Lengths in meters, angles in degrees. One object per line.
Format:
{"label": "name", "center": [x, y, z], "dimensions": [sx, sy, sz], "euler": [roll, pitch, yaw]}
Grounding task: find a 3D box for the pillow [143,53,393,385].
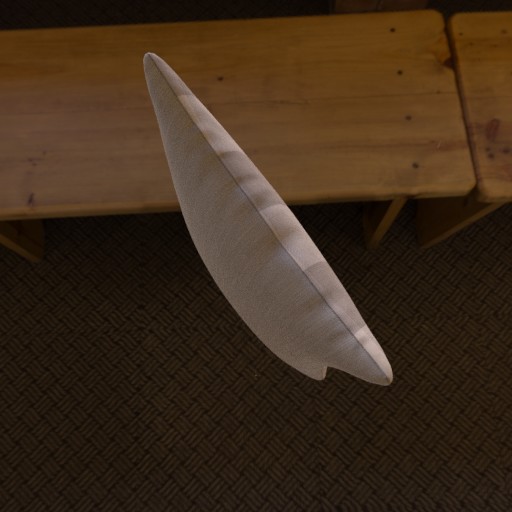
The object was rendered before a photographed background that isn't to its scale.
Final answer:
{"label": "pillow", "center": [0.000, 0.000, 0.774], "dimensions": [0.161, 0.509, 0.511], "euler": [-34, 77, -8]}
